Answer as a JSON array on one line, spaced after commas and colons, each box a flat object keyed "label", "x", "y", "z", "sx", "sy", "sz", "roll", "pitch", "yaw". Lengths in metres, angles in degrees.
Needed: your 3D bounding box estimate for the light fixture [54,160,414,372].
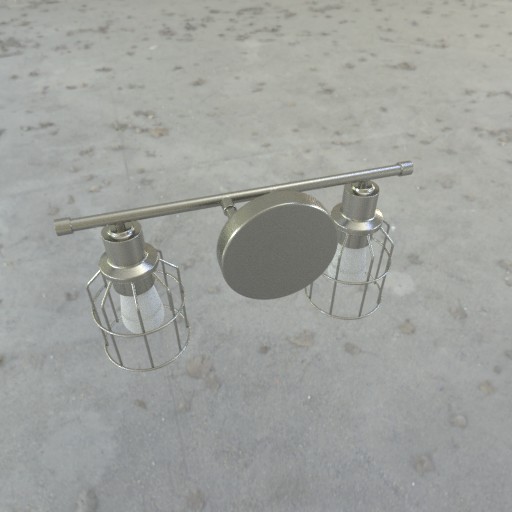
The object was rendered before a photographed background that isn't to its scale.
[{"label": "light fixture", "x": 0.000, "y": 0.000, "z": 0.519, "sx": 0.406, "sy": 0.254, "sz": 0.165, "roll": -11, "pitch": 42, "yaw": -13}]
